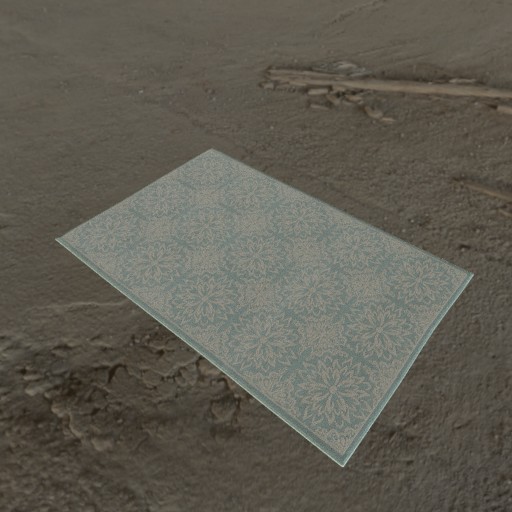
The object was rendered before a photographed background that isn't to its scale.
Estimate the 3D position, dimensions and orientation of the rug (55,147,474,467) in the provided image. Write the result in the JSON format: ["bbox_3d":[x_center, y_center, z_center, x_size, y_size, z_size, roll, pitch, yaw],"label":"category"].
[{"bbox_3d":[0.000,0.000,2.321,1.840,0.012,1.219,31,53,27],"label":"rug"}]
